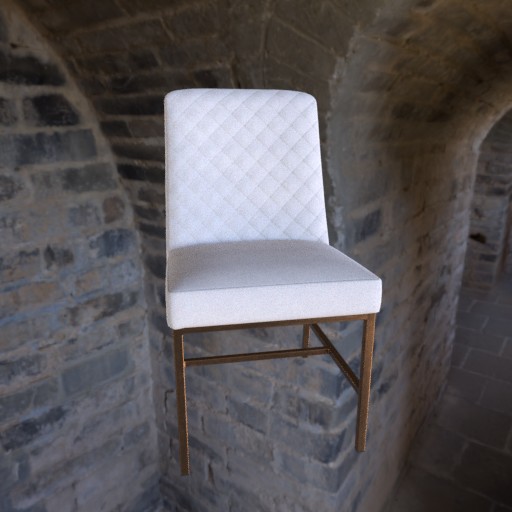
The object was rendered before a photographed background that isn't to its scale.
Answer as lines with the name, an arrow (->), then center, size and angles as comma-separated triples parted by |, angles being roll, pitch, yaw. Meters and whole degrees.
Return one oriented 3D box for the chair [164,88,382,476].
chair -> 0.000, 0.000, 1.258 | 0.503, 0.933, 0.597 | -3, 16, -10
